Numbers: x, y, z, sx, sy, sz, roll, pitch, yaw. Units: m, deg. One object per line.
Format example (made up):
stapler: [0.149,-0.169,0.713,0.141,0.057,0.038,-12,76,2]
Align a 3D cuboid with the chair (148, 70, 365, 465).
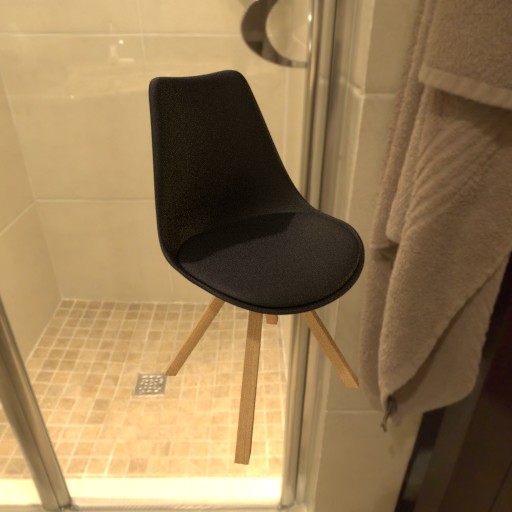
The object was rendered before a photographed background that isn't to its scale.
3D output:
chair: [0.000,0.000,1.173,0.485,0.850,0.549,-21,36,-32]
